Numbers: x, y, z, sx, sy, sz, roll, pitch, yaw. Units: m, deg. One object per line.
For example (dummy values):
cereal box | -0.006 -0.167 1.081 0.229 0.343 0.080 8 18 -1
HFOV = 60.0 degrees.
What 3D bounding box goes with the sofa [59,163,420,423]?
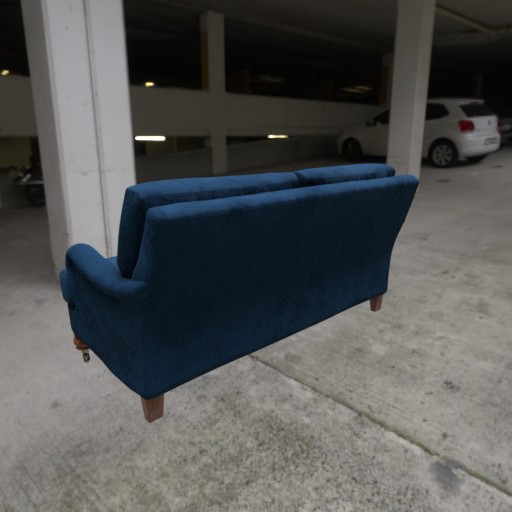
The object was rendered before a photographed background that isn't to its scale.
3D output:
sofa | 0.000 0.000 2.807 2.141 1.101 1.084 -14 21 -42
